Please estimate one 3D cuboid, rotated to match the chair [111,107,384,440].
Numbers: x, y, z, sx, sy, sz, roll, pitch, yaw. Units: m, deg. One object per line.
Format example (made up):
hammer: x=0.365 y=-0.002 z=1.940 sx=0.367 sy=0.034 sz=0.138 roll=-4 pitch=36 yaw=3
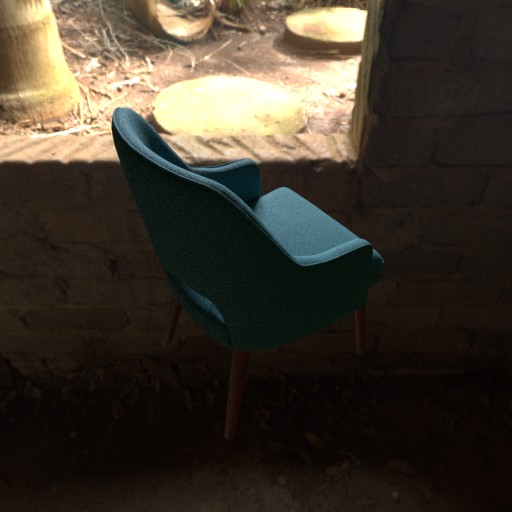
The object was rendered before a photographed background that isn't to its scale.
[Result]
chair: x=0.000 y=0.000 z=1.232 sx=0.605 sy=0.849 sz=0.548 roll=-25 pitch=47 yaw=-26
